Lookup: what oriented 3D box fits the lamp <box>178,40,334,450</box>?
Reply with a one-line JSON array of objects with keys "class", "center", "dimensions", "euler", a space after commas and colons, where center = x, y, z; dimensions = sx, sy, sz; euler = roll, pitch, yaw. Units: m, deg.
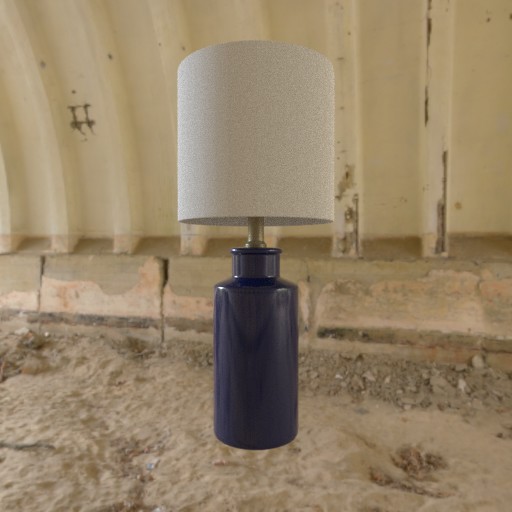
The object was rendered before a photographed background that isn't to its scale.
[{"class": "lamp", "center": [0.000, 0.000, 0.611], "dimensions": [0.212, 0.493, 0.212], "euler": [0, 1, -19]}]
